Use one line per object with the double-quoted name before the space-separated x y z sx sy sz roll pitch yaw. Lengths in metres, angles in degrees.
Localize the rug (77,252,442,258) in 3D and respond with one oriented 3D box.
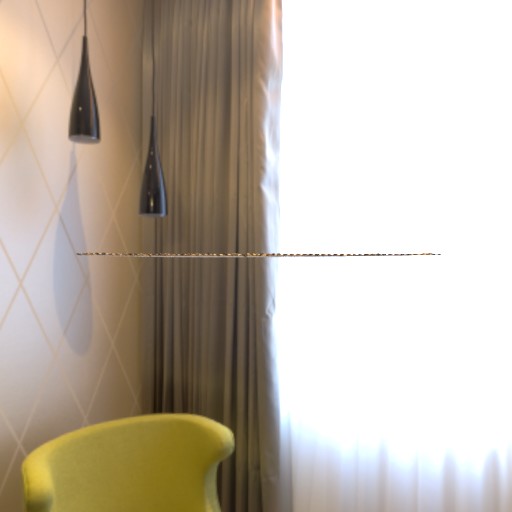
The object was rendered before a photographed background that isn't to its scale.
"rug" 0.000 0.000 2.377 1.218 0.017 1.861 0 0 -1
